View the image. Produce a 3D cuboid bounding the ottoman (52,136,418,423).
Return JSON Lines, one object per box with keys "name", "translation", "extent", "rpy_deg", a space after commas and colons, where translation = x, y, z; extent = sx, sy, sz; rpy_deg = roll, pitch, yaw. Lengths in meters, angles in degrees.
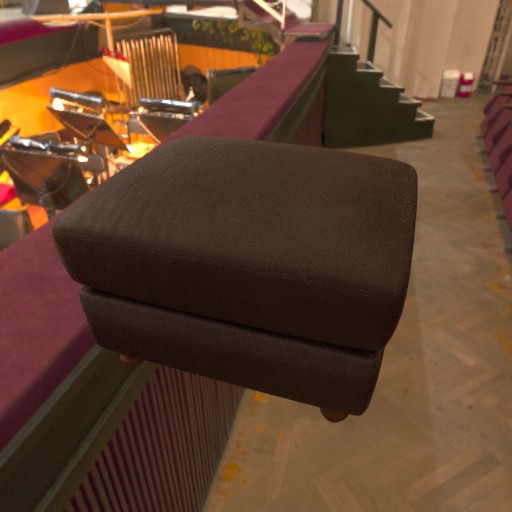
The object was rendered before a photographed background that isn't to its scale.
{"name": "ottoman", "translation": [0.000, 0.000, 1.262], "extent": [0.806, 0.569, 0.670], "rpy_deg": [10, 34, 16]}
